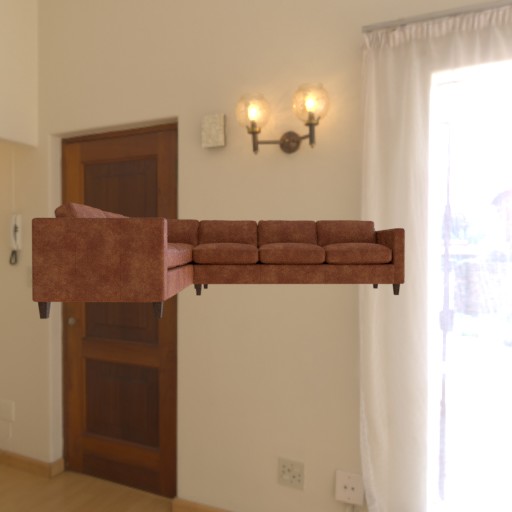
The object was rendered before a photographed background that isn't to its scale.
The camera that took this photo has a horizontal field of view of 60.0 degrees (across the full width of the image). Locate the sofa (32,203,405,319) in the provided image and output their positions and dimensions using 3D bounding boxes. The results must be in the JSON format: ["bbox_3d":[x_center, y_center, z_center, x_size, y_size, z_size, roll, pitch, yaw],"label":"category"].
[{"bbox_3d":[0.000,0.000,4.301,3.150,0.838,2.438,0,1,-1],"label":"sofa"}]
